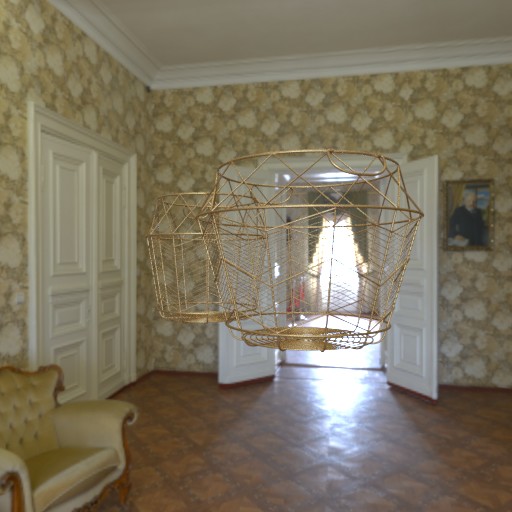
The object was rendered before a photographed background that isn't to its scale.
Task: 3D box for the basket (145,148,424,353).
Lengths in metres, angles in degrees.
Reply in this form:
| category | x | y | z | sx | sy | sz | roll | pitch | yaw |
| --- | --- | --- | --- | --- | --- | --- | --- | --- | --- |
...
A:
| category | x | y | z | sx | sy | sz | roll | pitch | yaw |
| --- | --- | --- | --- | --- | --- | --- | --- | --- | --- |
| basket | 0.000 | 0.000 | 1.050 | 0.451 | 0.343 | 0.805 | 0 | -1 | -35 |
